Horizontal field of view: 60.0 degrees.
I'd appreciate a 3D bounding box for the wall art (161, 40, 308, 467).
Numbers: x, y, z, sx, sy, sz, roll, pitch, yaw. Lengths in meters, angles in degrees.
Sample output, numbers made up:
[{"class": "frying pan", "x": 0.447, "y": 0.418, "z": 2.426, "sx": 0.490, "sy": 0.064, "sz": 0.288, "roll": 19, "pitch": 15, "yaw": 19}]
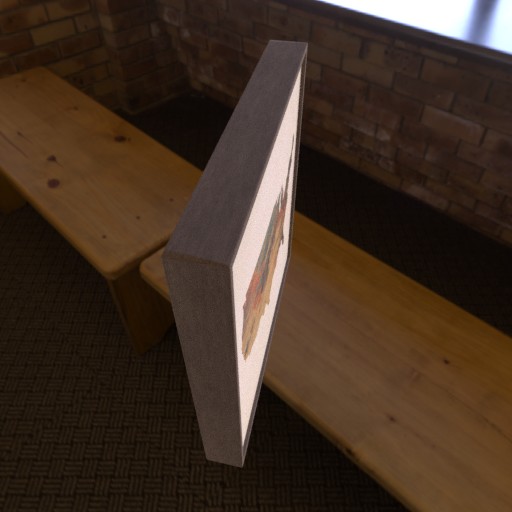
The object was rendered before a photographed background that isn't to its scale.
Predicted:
[{"class": "wall art", "x": 0.000, "y": 0.000, "z": 0.443, "sx": 0.038, "sy": 0.302, "sz": 0.303, "roll": 9, "pitch": 47, "yaw": 8}]
